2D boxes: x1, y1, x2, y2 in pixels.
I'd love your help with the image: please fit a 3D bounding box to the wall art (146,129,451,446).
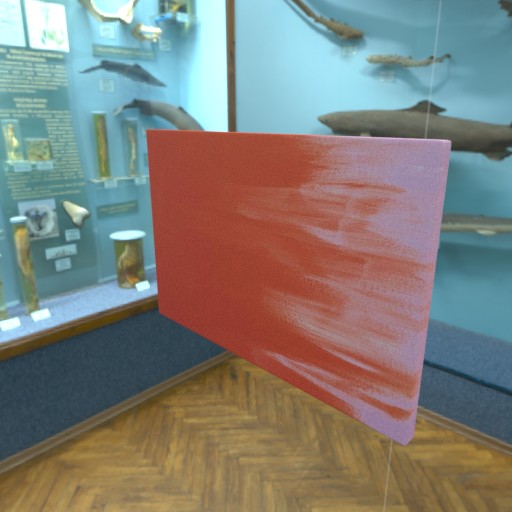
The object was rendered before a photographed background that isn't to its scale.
[{"bbox_3d":[0.000,0.000,1.139,0.040,0.609,0.913,-17,24,-42],"label":"wall art"}]
